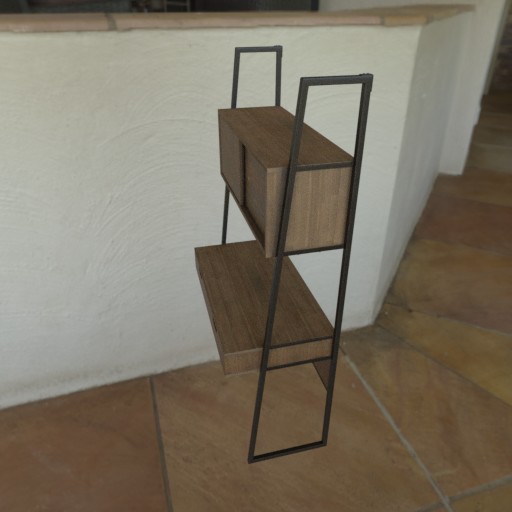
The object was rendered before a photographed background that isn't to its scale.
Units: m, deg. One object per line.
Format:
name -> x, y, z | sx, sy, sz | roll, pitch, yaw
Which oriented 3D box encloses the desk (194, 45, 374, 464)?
desk -> 0.000, 0.000, 2.204 | 0.515, 1.809, 0.982 | -7, 31, -12
